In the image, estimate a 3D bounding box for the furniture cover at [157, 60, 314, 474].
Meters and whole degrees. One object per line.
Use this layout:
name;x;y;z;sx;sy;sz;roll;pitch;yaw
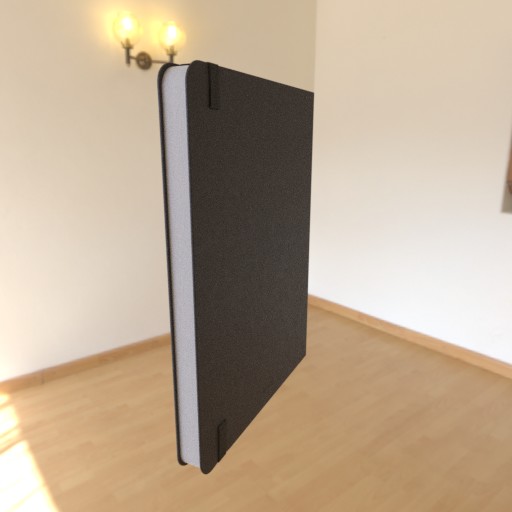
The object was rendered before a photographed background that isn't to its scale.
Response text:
furniture cover;0.000;0.000;0.377;0.023;0.281;0.216;7;16;25
